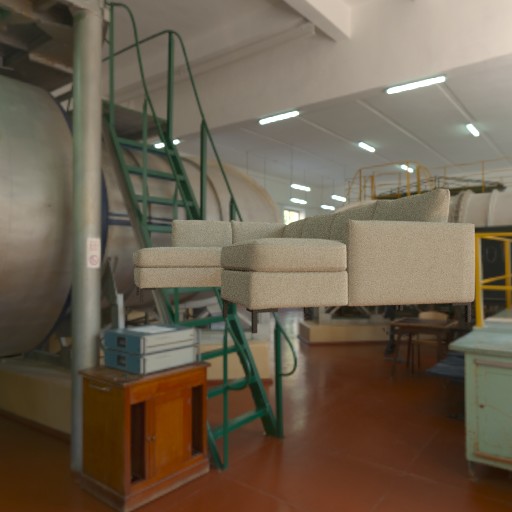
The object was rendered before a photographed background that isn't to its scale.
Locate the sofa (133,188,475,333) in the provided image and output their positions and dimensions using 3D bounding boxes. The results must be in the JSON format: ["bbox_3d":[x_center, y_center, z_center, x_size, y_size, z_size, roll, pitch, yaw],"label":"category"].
[{"bbox_3d":[0.000,0.000,3.883,1.989,0.862,2.984,0,-1,-18],"label":"sofa"}]
